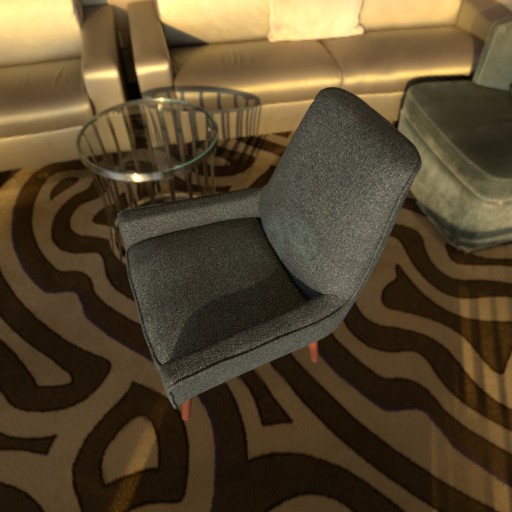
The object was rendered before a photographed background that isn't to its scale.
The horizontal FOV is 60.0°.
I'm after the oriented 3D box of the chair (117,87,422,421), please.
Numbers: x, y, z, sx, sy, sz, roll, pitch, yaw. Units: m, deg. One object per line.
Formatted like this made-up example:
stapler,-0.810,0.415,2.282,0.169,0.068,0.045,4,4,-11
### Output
chair,0.000,0.000,1.529,0.859,0.883,0.763,-16,49,-15
